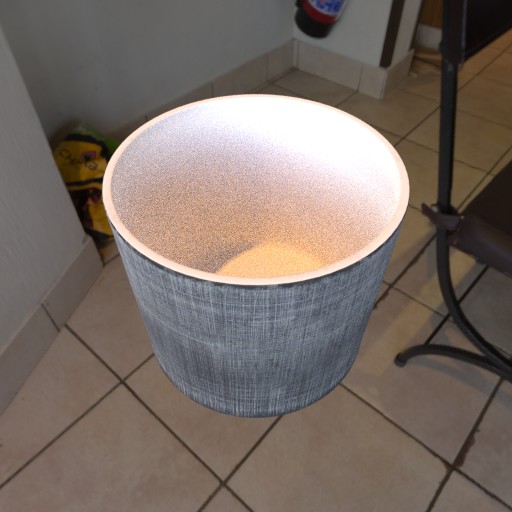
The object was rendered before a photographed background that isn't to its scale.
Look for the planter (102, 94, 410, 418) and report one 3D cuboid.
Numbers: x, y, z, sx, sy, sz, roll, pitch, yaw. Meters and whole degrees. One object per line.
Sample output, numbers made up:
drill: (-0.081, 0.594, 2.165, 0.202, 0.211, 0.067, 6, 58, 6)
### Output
planter: (0.000, 0.000, 0.456, 0.254, 0.221, 0.254, 0, 48, 0)
